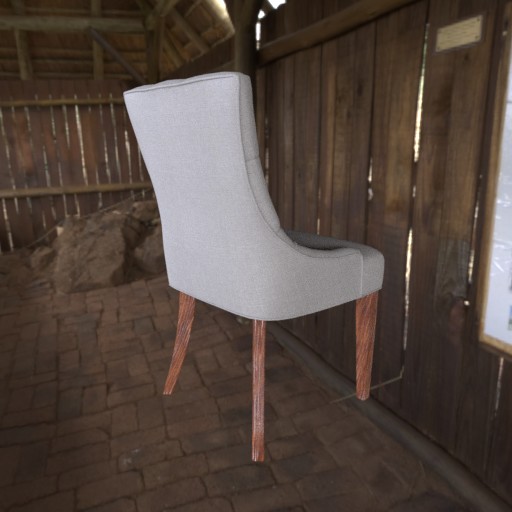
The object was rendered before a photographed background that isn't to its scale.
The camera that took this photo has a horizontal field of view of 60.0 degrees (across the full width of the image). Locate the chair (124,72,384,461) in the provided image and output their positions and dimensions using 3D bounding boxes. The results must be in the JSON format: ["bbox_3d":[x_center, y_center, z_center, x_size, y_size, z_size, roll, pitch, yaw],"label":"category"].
[{"bbox_3d":[0.000,0.000,1.230,0.565,0.874,0.509,-13,19,-41],"label":"chair"}]
